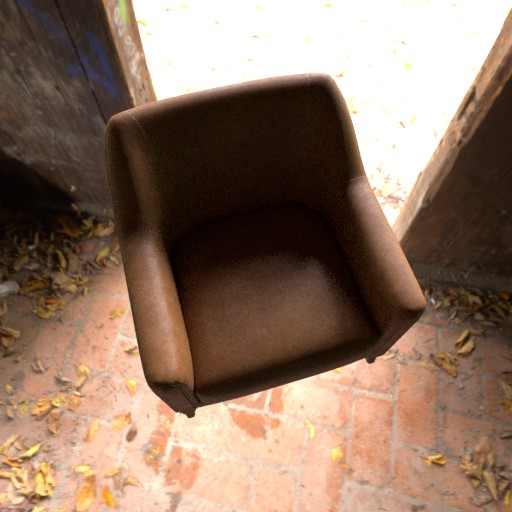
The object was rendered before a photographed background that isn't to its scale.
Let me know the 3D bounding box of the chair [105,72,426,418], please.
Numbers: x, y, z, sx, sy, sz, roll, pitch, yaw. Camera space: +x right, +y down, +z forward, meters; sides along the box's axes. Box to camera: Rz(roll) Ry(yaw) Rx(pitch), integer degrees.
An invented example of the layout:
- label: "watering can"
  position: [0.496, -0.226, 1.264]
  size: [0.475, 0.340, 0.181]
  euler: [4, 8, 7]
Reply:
- label: "chair"
  position: [0.000, 0.000, 1.877]
  size: [1.037, 0.980, 1.034]
  euler: [-15, 64, -7]
